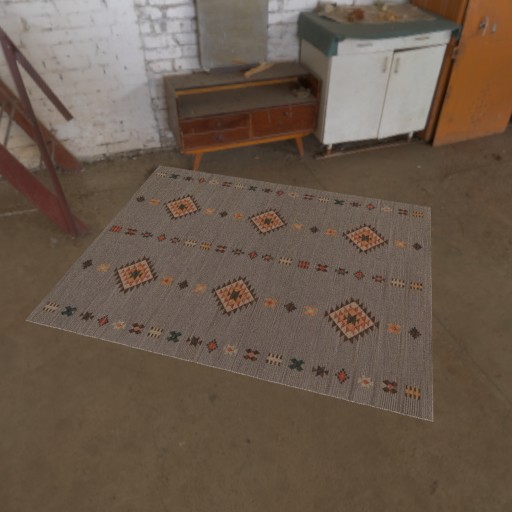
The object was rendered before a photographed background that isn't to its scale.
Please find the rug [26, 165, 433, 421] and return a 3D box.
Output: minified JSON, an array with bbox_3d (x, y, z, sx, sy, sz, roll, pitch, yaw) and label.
[{"bbox_3d":[0.000,0.000,4.000,3.035,0.008,2.425,11,43,12],"label":"rug"}]
